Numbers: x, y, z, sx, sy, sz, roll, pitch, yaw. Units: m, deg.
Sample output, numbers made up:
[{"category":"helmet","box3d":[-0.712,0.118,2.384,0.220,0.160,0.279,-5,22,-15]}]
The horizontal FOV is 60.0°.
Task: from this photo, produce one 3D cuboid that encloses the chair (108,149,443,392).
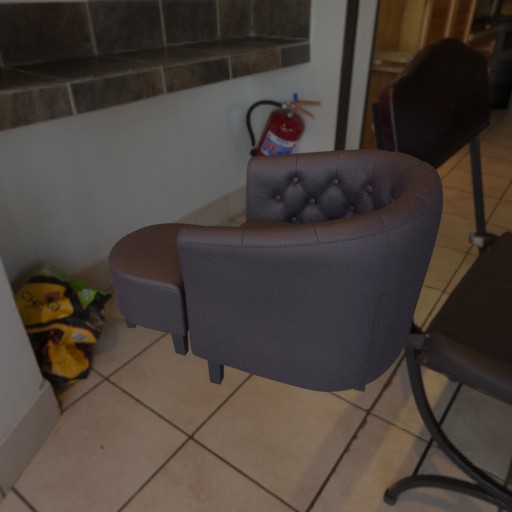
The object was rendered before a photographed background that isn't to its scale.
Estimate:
[{"category":"chair","box3d":[0.000,0.000,1.649,1.191,0.760,0.763,9,32,15]}]
